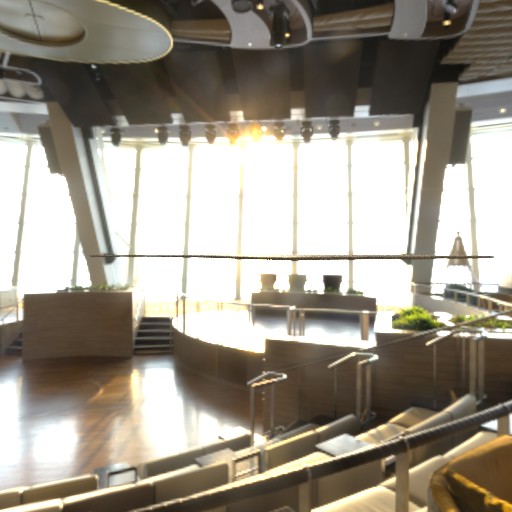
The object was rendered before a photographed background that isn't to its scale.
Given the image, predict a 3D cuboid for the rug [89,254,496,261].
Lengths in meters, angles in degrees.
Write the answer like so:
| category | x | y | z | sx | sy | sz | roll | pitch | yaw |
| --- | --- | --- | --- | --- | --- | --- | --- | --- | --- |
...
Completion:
| category | x | y | z | sx | sy | sz | roll | pitch | yaw |
| --- | --- | --- | --- | --- | --- | --- | --- | --- | --- |
| rug | 0.000 | 0.000 | 3.048 | 1.535 | 0.022 | 2.498 | 0 | 0 | -36 |
